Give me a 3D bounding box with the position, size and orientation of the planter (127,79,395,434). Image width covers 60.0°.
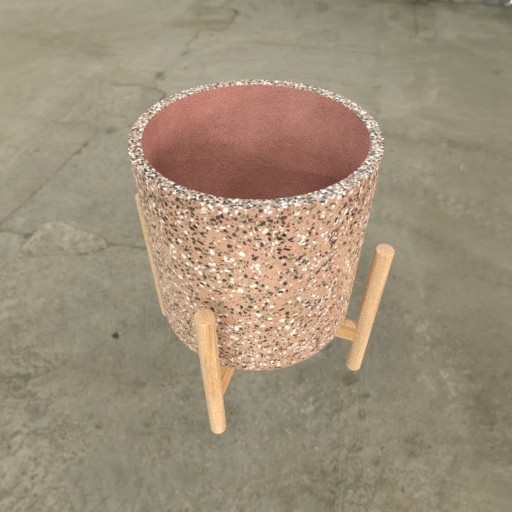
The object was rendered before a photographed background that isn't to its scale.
[{"bbox_3d":[0.000,0.000,0.679,0.360,0.419,0.360,32,52,28],"label":"planter"}]
